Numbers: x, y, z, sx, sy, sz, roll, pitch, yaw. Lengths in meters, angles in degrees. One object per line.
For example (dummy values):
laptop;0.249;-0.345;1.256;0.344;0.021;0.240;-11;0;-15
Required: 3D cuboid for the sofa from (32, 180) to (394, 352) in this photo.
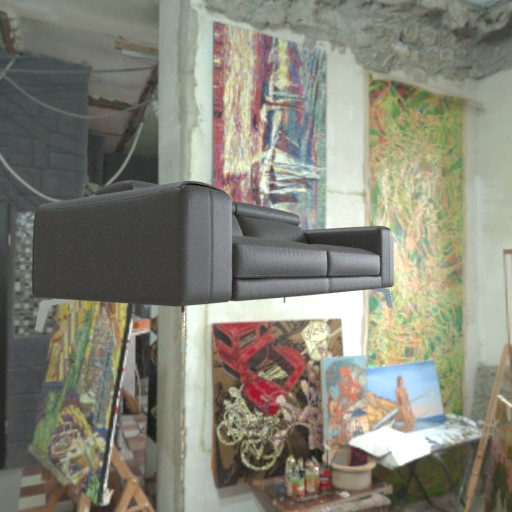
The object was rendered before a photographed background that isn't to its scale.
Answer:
sofa;0.000;0.000;2.776;1.023;0.759;2.321;-1;-2;35
